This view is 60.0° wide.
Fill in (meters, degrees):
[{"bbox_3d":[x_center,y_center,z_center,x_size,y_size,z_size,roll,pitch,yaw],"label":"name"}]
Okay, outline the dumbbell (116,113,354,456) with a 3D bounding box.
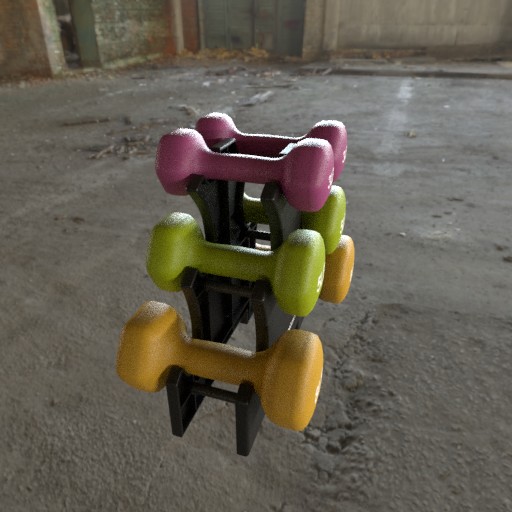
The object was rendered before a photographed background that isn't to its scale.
[{"bbox_3d":[0.000,0.000,0.477,0.190,0.271,0.300,9,30,16],"label":"dumbbell"}]
